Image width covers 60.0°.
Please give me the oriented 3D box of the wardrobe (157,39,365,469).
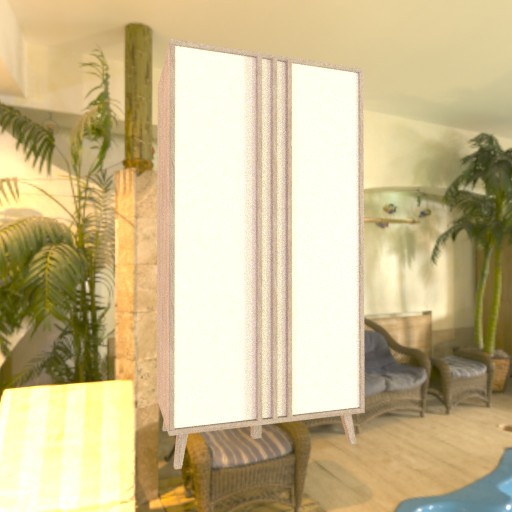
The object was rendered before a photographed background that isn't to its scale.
[{"bbox_3d":[0.000,0.000,2.416,1.000,1.960,0.600,0,-1,-18],"label":"wardrobe"}]
